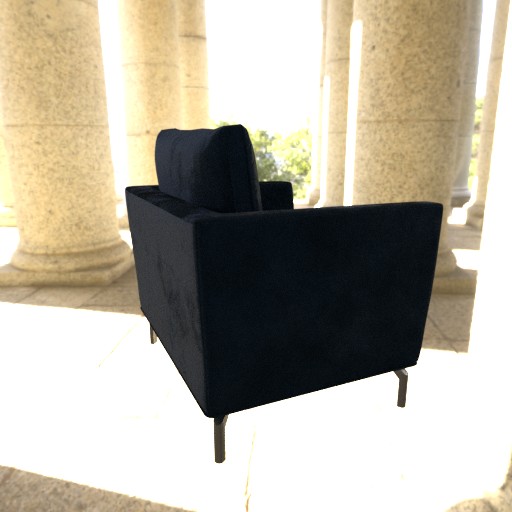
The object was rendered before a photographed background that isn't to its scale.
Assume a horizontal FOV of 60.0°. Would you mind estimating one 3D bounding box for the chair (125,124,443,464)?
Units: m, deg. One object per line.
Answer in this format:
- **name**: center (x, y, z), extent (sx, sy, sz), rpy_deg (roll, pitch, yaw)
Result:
- **chair**: center (0.000, 0.000, 1.583), extent (0.746, 0.893, 0.977), rpy_deg (-6, 15, -24)
